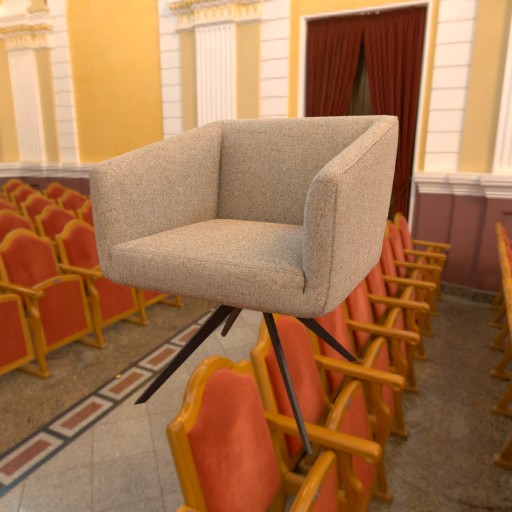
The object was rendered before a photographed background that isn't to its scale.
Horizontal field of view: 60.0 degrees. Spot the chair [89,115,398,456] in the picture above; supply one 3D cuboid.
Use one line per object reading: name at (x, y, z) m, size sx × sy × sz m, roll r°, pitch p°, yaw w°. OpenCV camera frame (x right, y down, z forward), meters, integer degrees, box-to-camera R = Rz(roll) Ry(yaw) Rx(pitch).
chair at (0.000, 0.000, 1.227) m, size 0.628 × 0.760 × 0.623 m, roll 7°, pitch 16°, yaw 26°
